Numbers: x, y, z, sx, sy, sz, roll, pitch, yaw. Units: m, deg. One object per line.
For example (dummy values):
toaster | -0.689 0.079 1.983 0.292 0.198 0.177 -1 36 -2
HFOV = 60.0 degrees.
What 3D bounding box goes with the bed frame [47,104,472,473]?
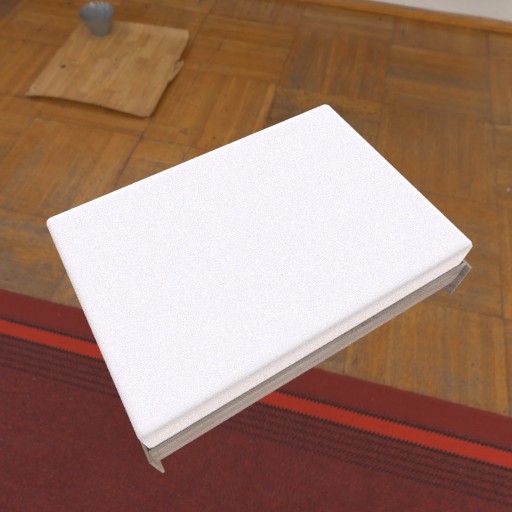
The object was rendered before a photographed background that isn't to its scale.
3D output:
bed frame | 0.000 0.000 2.594 1.945 0.497 1.445 -27 61 -16
